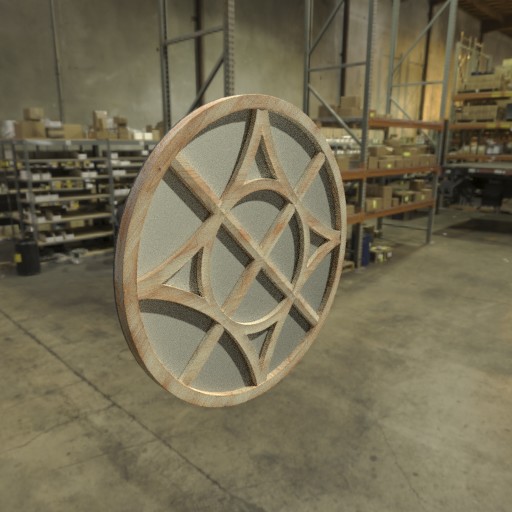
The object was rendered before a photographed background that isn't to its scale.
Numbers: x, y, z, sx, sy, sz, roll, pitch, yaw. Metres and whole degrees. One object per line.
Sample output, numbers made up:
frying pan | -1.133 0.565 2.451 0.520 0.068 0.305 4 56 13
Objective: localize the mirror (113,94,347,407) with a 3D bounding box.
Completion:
mirror | 0.000 0.000 1.038 0.038 0.710 0.710 13 20 42
